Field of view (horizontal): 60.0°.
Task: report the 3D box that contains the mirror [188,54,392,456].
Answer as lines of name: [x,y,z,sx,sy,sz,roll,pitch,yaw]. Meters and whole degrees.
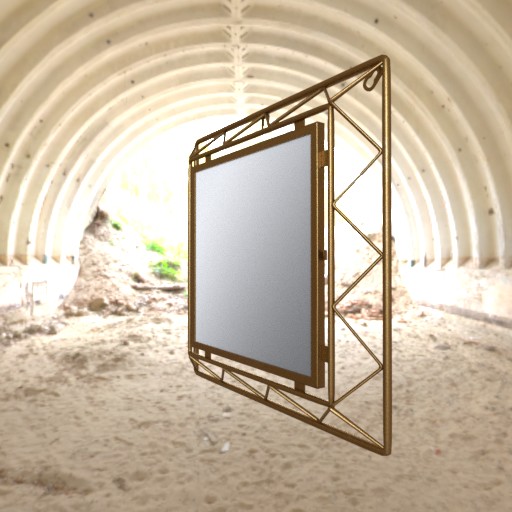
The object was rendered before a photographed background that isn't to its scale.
mirror: [0.000,0.000,0.607,0.046,0.414,0.416,0,-1,-36]
